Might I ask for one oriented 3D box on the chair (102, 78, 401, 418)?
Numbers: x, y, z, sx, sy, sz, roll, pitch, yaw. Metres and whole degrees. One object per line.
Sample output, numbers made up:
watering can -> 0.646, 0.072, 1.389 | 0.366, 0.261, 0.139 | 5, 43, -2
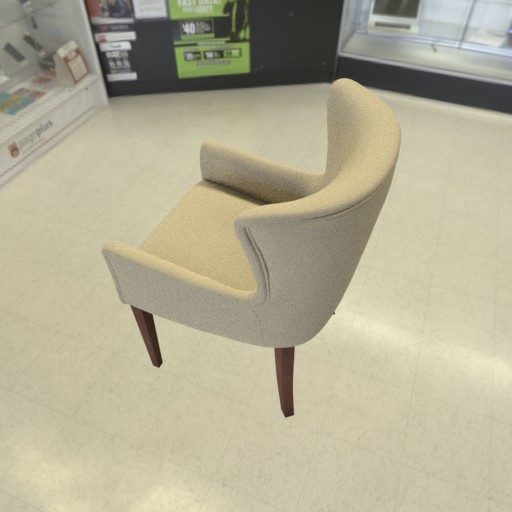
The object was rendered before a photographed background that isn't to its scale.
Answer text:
chair -> 0.000, 0.000, 1.412 | 0.686, 0.952, 0.660 | 18, 49, 17
